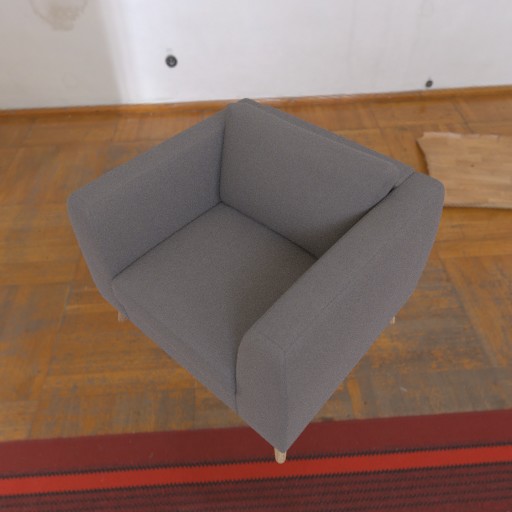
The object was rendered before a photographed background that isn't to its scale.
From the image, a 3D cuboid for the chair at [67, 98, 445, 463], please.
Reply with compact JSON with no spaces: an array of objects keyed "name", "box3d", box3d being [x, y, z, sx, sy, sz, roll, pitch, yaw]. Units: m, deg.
[{"name":"chair","box3d":[0.000,0.000,1.698,1.000,0.860,0.930,33,55,27]}]
